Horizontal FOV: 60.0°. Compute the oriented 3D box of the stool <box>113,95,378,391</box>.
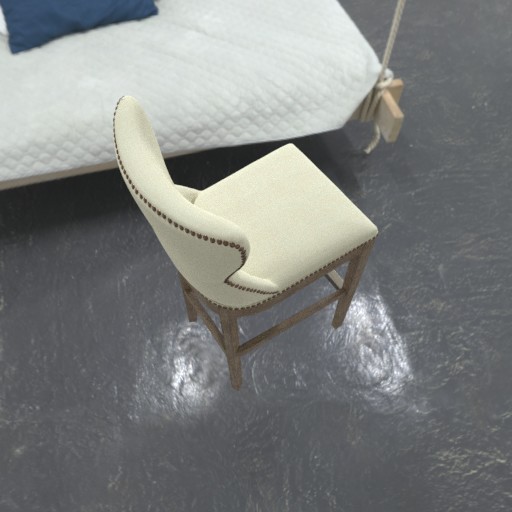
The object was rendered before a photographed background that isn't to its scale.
[{"bbox_3d":[0.000,0.000,1.426,0.606,1.123,0.494,-30,63,-17],"label":"stool"}]
